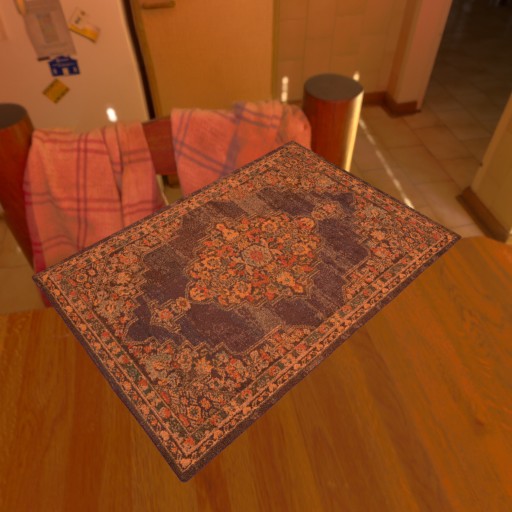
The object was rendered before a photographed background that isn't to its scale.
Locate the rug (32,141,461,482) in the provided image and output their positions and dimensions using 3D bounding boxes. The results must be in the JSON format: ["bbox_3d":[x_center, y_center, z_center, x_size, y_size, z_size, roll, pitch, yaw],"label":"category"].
[{"bbox_3d":[0.000,0.000,3.647,2.940,0.011,2.053,-33,55,-28],"label":"rug"}]
